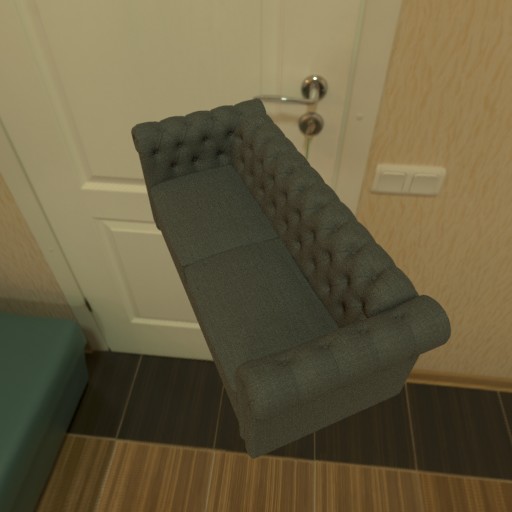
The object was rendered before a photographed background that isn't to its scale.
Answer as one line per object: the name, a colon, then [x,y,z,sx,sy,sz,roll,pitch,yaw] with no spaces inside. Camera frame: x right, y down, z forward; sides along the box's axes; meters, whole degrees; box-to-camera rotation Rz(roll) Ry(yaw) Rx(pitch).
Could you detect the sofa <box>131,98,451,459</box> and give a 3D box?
sofa: [0.000,0.000,2.279,0.783,0.797,1.798,-18,50,-16]
